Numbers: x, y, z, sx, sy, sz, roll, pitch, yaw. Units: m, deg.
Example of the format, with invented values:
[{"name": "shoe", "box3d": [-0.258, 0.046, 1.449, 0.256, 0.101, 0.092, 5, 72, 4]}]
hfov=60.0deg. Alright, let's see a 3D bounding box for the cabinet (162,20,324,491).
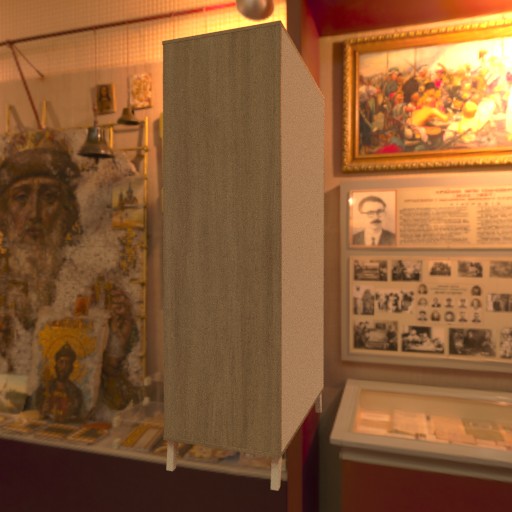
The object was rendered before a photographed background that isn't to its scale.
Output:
[{"name": "cabinet", "box3d": [0.000, 0.000, 2.445, 0.571, 1.999, 1.006, 0, 1, 19]}]
